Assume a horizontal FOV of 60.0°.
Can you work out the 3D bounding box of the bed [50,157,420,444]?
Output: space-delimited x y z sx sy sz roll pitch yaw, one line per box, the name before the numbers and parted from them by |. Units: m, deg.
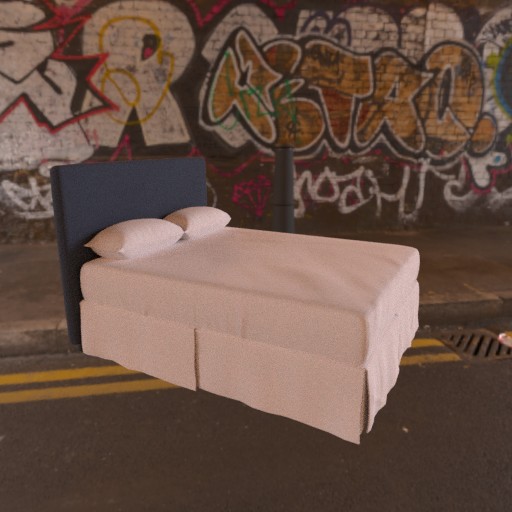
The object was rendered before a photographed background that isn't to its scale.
bed | 0.000 0.000 3.223 2.162 1.330 1.713 8 17 27
